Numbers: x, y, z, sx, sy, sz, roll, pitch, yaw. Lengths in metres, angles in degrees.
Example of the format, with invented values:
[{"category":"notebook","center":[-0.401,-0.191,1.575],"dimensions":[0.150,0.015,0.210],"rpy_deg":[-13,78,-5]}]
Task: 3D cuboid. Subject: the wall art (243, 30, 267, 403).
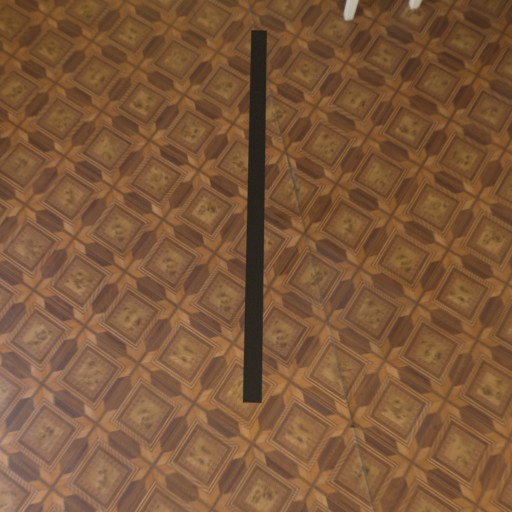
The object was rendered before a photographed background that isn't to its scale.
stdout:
[{"category":"wall art","center":[0.000,0.000,1.433],"dimensions":[0.036,1.070,0.802],"rpy_deg":[1,77,0]}]
